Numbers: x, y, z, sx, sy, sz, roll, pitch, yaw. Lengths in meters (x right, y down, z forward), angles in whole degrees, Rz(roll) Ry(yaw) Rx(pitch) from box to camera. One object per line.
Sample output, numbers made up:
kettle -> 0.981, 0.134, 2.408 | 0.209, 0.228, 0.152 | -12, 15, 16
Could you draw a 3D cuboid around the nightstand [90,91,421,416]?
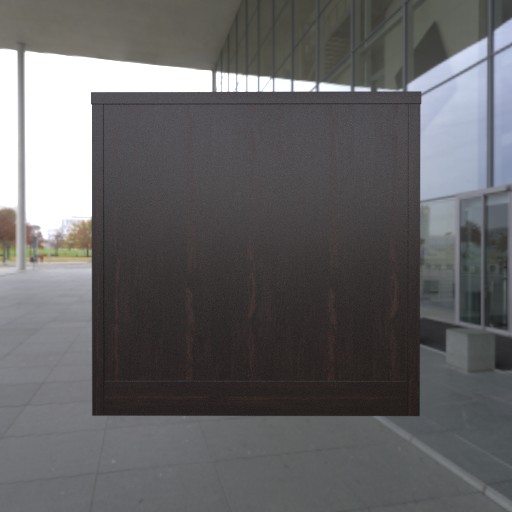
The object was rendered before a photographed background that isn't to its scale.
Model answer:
nightstand -> 0.000, 0.000, 0.867 | 0.489, 0.487, 0.427 | 0, 0, 0
